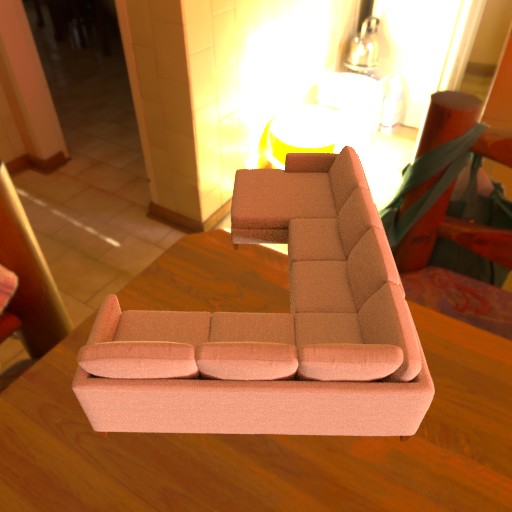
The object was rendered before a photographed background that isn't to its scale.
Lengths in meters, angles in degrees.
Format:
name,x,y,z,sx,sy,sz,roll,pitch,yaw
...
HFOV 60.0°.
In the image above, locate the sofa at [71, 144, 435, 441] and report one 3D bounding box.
name,x,y,z,sx,sy,sz,roll,pitch,yaw
sofa,0.000,0.000,4.537,2.594,0.961,3.460,1,41,1
